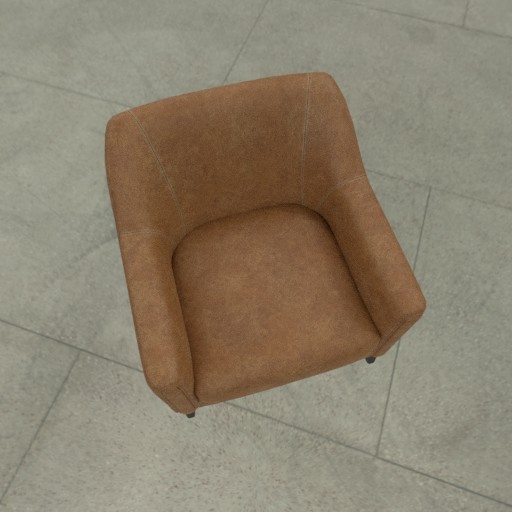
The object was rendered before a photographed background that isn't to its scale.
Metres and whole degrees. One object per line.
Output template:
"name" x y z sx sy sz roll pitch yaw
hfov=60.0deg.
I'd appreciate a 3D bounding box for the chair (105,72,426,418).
"chair" 0.000 0.000 1.877 1.037 0.980 1.034 -15 64 -7
